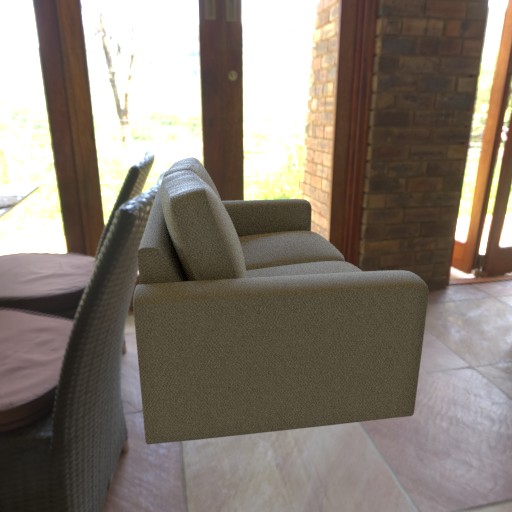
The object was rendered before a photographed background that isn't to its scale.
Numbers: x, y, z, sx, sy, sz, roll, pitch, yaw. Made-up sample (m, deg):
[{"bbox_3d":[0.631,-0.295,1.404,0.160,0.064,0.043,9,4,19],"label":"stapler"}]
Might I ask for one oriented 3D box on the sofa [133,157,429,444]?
[{"bbox_3d":[0.000,0.000,2.209,1.016,0.873,1.616,-3,18,-9],"label":"sofa"}]
